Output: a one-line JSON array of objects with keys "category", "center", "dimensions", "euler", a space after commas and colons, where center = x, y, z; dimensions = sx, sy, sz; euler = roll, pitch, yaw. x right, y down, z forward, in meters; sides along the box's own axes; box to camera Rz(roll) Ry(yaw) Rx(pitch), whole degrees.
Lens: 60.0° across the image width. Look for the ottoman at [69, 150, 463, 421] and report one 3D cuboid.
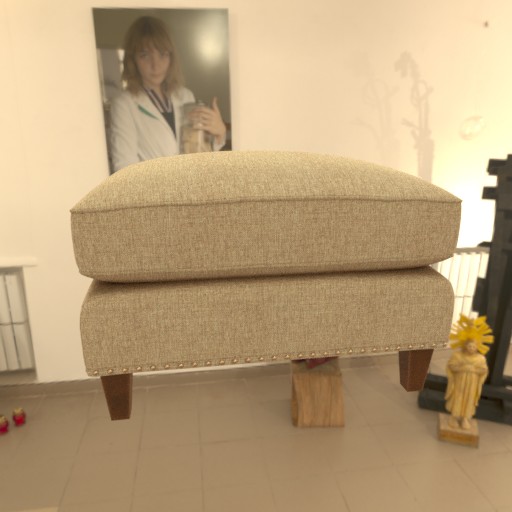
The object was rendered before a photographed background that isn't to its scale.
[{"category": "ottoman", "center": [0.000, 0.000, 1.112], "dimensions": [0.741, 0.513, 0.584], "euler": [-3, 16, -9]}]
